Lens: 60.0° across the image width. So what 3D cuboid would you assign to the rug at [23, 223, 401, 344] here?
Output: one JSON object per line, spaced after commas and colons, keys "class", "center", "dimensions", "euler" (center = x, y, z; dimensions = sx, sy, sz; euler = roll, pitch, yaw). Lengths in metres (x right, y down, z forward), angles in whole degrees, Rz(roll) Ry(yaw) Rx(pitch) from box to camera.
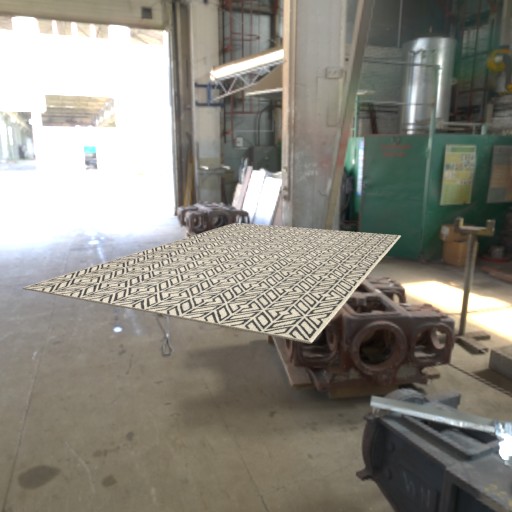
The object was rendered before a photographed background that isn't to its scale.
{"class": "rug", "center": [0.000, 0.000, 2.336], "dimensions": [1.220, 0.007, 1.828], "euler": [6, 15, 25]}
